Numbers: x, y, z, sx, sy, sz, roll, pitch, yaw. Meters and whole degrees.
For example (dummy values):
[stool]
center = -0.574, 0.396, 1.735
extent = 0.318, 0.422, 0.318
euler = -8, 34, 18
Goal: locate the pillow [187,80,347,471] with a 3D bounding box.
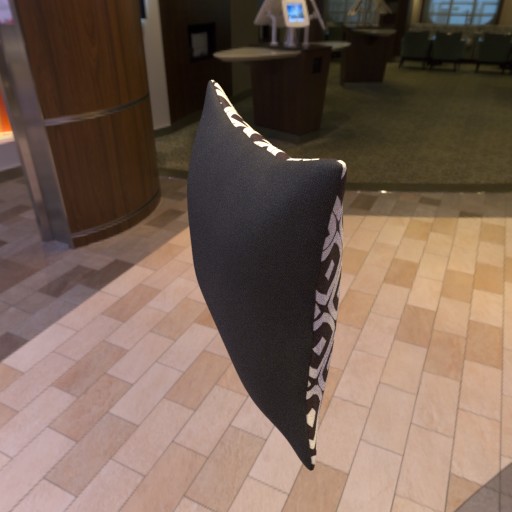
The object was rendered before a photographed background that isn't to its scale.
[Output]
[pillow]
center = 0.000, 0.000, 0.761
extent = 0.188, 0.494, 0.504
euler = -10, 32, -17
